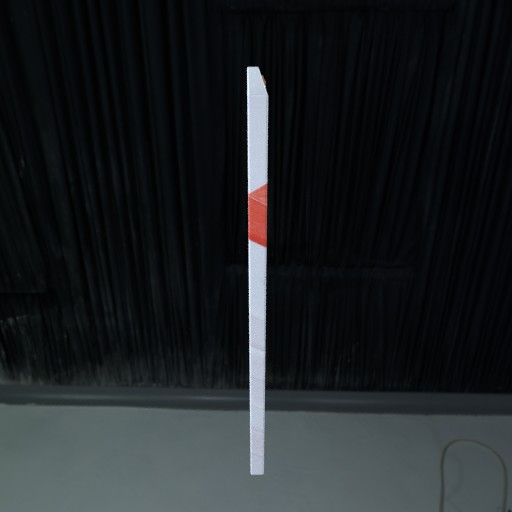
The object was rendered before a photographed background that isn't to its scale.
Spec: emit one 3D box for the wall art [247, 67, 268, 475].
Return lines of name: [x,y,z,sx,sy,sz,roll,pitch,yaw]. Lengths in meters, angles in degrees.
wall art: [0.000,0.000,1.127,0.036,0.848,0.613,0,27,-1]
